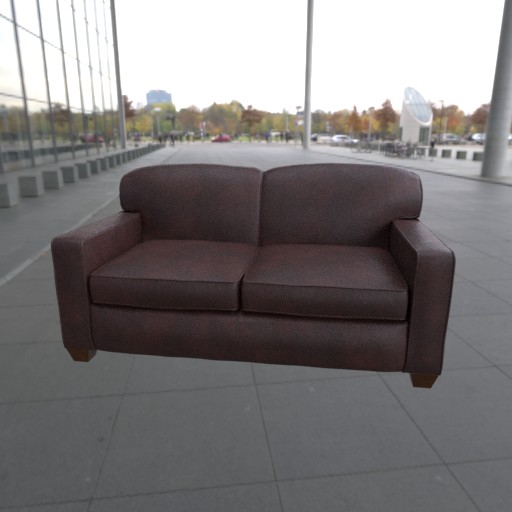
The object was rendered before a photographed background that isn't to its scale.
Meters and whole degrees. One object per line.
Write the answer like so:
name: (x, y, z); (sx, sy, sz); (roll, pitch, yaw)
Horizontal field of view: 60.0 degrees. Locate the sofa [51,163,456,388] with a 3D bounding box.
sofa: (0.000, 0.000, 2.443); (1.856, 0.966, 1.000); (2, 16, 8)
